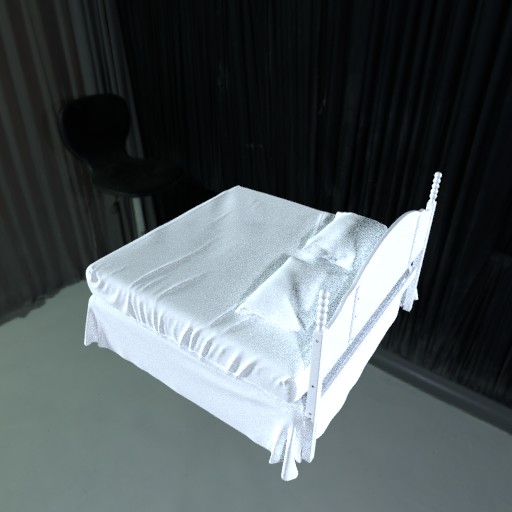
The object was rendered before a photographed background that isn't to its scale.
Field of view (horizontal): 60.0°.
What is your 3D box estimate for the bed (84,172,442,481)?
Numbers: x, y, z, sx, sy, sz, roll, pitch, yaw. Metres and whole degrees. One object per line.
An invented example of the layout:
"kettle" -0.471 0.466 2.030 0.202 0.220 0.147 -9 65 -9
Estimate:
"bed" 0.000 0.000 3.670 2.219 1.355 2.322 21 38 29
